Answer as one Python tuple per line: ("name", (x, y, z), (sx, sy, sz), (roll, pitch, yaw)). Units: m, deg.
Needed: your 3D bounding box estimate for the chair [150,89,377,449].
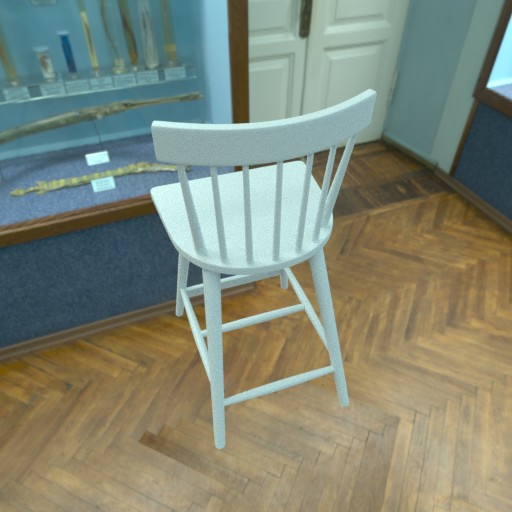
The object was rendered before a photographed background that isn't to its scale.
("chair", (0.000, 0.000, 1.255), (0.483, 0.952, 0.572), (-13, 44, -14))
